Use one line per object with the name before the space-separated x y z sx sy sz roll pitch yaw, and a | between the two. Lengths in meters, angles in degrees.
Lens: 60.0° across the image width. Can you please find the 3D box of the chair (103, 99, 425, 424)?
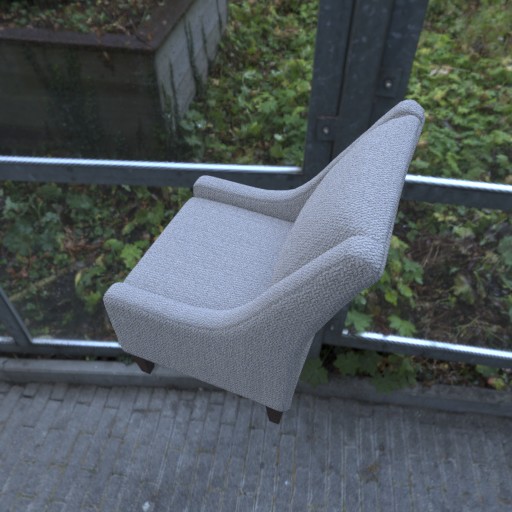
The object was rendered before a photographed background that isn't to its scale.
chair | 0.000 0.000 1.619 0.870 1.014 0.774 16 49 15
